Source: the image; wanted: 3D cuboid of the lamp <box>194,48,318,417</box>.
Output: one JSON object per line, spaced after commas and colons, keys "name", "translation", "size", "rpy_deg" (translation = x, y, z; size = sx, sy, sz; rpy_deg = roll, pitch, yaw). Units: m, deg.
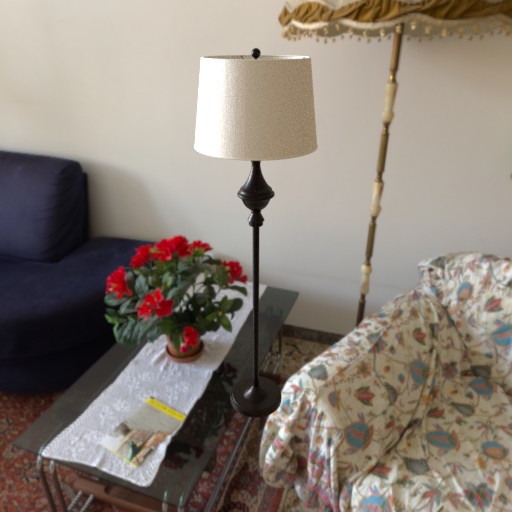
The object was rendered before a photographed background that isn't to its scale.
{"name": "lamp", "translation": [0.000, 0.000, 1.747], "size": [0.431, 1.484, 0.431], "rpy_deg": [0, 26, 0]}
